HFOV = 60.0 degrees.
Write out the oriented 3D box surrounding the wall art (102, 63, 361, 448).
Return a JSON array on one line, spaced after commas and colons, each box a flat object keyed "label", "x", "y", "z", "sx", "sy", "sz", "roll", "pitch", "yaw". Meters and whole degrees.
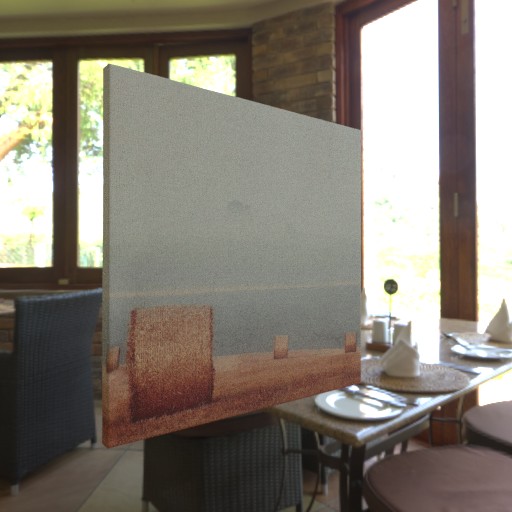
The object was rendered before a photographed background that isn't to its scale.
[{"label": "wall art", "x": 0.000, "y": 0.000, "z": 0.596, "sx": 0.405, "sy": 0.405, "sz": 0.023, "roll": 0, "pitch": -1, "yaw": -37}]
